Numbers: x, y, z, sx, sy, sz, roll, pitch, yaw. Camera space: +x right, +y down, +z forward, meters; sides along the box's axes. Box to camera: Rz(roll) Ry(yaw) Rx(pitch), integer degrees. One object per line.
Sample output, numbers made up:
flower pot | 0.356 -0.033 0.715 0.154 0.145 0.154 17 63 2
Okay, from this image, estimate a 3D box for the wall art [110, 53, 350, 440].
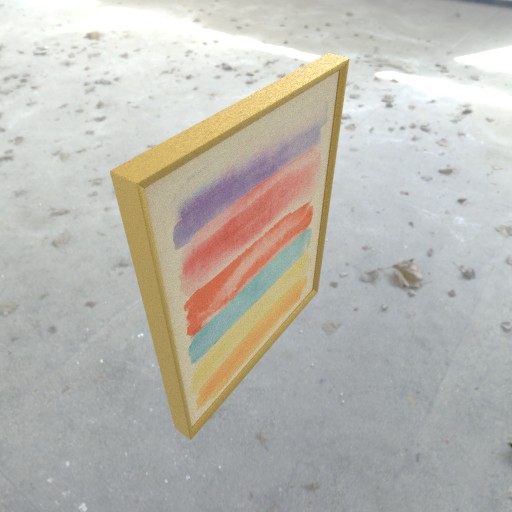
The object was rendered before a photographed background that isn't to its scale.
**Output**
wall art | 0.000 0.000 0.901 0.048 0.642 0.537 26 48 26
